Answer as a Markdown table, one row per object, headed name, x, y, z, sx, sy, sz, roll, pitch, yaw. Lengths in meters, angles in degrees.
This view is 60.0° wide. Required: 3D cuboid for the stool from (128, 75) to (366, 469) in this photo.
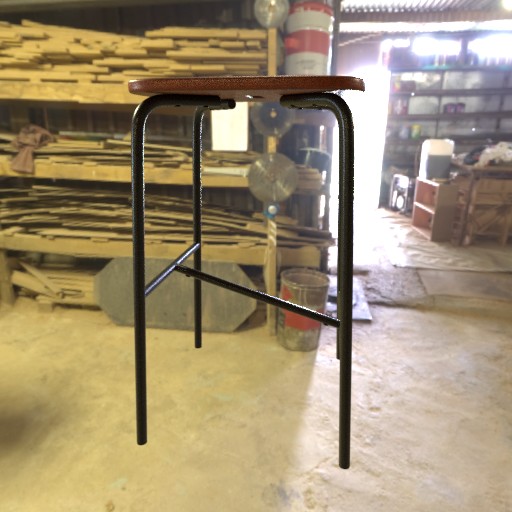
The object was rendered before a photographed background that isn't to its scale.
| name | x | y | z | sx | sy | sz | roll | pitch | yaw |
| --- | --- | --- | --- | --- | --- | --- | --- | --- | --- |
| stool | 0.000 | 0.000 | 0.851 | 0.376 | 0.610 | 0.376 | 3 | 17 | 9 |
